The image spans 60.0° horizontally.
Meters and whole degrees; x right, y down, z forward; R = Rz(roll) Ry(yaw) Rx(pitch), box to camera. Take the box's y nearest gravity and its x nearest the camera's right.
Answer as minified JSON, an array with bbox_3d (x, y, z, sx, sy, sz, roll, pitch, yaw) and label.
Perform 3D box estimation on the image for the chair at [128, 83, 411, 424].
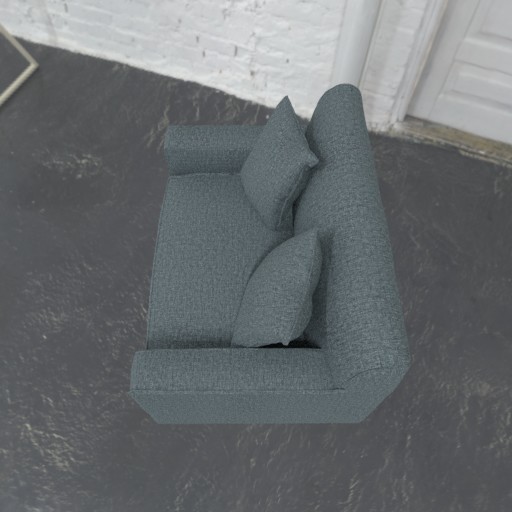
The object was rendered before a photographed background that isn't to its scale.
[{"bbox_3d":[0.000,0.000,2.083,1.000,0.948,1.383,0,59,0],"label":"chair"}]
